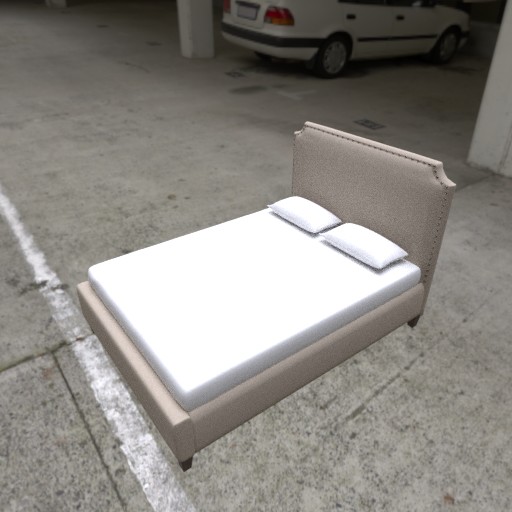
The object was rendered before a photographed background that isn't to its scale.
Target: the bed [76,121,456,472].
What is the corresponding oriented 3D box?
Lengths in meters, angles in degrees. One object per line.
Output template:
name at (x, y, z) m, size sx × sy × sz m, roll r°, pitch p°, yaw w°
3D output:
bed at (0.000, 0.000, 3.454) m, size 2.372 × 1.443 × 1.713 m, roll -21°, pitch 37°, yaw -31°
